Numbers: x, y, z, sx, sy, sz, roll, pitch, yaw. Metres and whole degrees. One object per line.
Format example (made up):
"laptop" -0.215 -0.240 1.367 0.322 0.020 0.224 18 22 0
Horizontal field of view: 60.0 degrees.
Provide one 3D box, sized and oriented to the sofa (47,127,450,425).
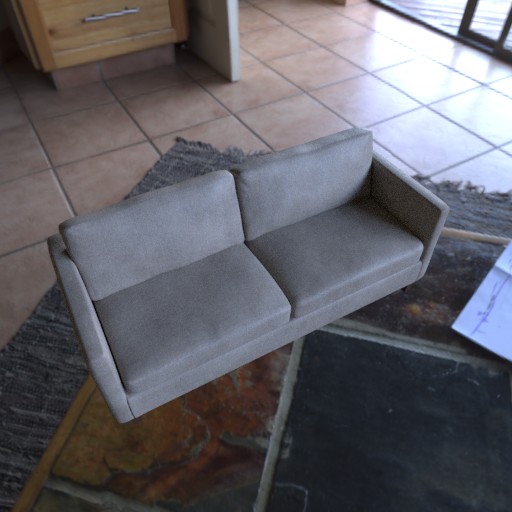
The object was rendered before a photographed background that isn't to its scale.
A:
"sofa" 0.000 0.000 2.757 2.208 0.965 0.951 -22 50 -20
